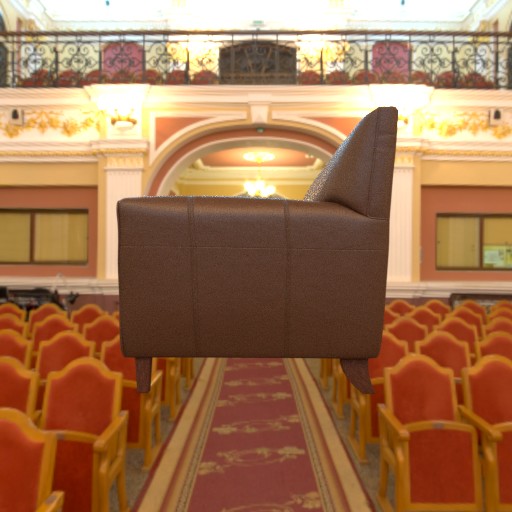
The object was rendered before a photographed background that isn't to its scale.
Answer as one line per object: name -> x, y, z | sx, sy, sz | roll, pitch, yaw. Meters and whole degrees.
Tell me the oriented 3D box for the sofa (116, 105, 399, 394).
sofa -> 0.000, 0.000, 2.018 | 0.853, 0.859, 1.468 | 0, -1, 1
